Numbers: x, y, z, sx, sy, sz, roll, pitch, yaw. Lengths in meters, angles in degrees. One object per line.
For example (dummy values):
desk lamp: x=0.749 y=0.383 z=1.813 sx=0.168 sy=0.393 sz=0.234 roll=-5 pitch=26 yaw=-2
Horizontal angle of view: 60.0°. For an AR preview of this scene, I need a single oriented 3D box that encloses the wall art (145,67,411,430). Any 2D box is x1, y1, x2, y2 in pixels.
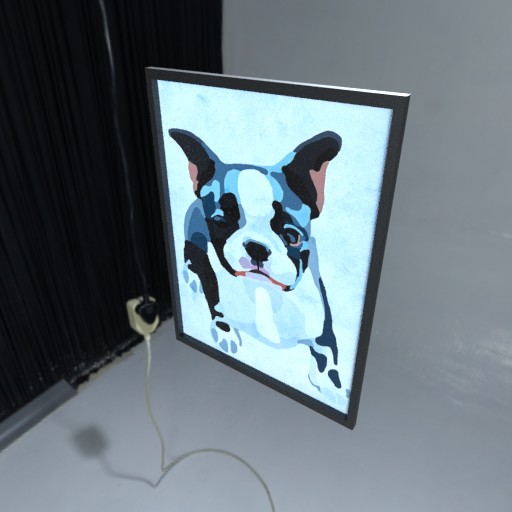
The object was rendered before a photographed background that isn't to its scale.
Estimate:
wall art: x=0.000 y=0.000 z=1.370 sx=0.774 sy=1.027 sz=0.030 roll=19 pitch=35 yaw=30
